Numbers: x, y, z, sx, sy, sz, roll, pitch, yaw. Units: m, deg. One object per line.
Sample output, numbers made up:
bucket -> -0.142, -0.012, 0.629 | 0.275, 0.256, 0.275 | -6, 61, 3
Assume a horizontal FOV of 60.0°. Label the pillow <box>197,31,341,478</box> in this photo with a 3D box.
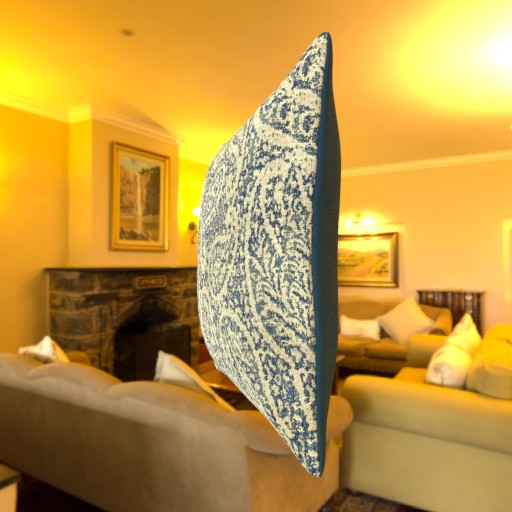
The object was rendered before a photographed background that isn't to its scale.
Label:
pillow -> 0.000, 0.000, 0.752 | 0.166, 0.510, 0.523 | 0, -1, -17
